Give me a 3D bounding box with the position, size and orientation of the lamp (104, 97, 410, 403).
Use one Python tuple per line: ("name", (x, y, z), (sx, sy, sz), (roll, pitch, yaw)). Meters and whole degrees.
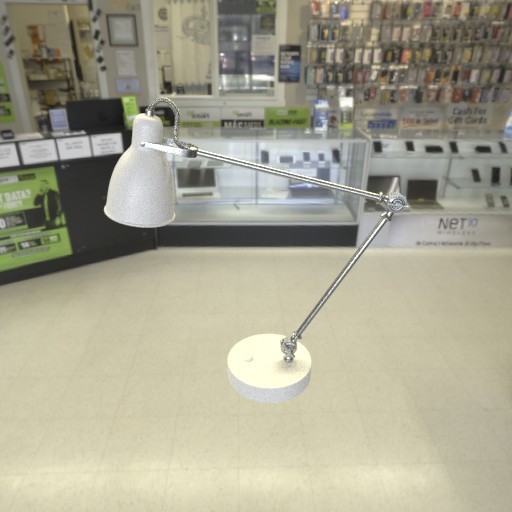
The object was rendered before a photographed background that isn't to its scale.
("lamp", (0.000, 0.000, 0.871), (0.561, 0.587, 0.187), (0, 26, 0))
